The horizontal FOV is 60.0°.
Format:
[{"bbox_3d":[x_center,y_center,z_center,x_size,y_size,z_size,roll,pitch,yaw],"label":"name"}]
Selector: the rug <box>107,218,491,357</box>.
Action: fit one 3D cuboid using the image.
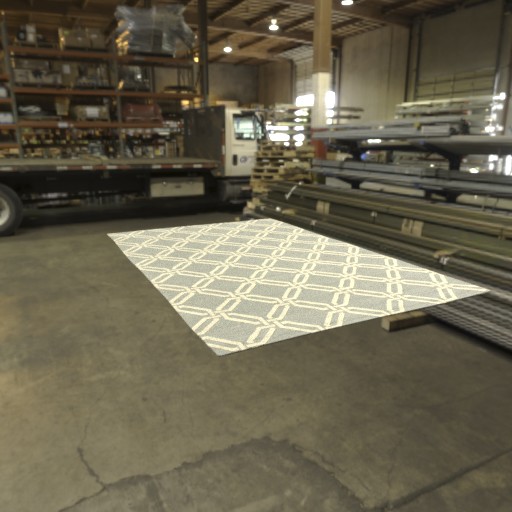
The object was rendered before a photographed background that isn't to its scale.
[{"bbox_3d":[0.000,0.000,2.198,1.148,0.010,1.754,-8,17,-26],"label":"rug"}]
